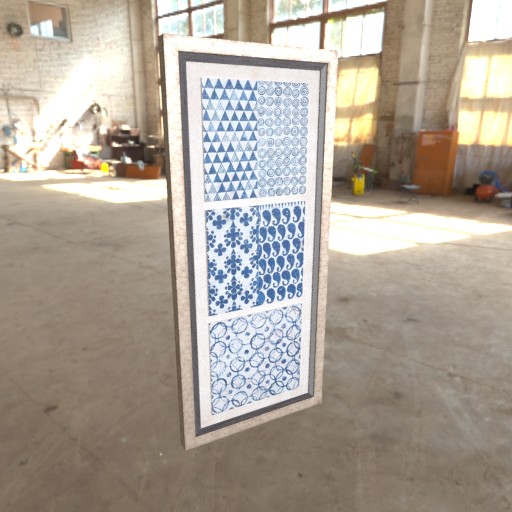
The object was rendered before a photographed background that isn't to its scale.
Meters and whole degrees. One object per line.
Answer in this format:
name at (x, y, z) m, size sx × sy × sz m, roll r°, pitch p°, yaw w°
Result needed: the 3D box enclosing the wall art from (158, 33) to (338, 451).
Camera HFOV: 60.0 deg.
wall art at (0.000, 0.000, 1.671) m, size 0.648 × 1.461 × 0.051 m, roll -9°, pitch 18°, yaw -27°
